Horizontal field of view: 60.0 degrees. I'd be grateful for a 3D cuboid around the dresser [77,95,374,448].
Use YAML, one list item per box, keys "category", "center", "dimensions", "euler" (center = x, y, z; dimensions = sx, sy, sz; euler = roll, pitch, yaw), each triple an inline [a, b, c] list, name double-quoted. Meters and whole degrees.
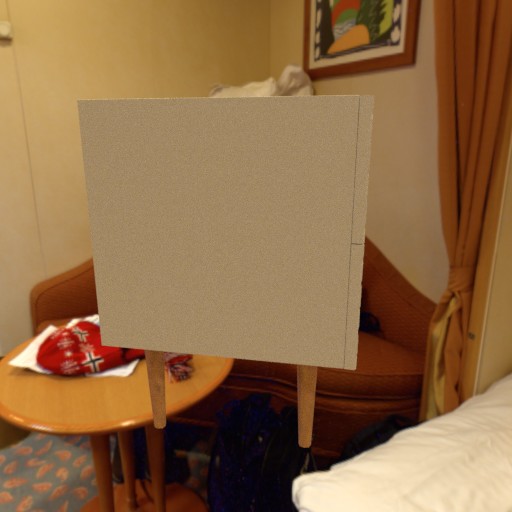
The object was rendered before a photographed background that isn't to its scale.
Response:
- category: "dresser"
  center: [0.000, 0.000, 0.896]
  dimensions: [0.414, 0.568, 0.503]
  euler: [3, 16, 11]
